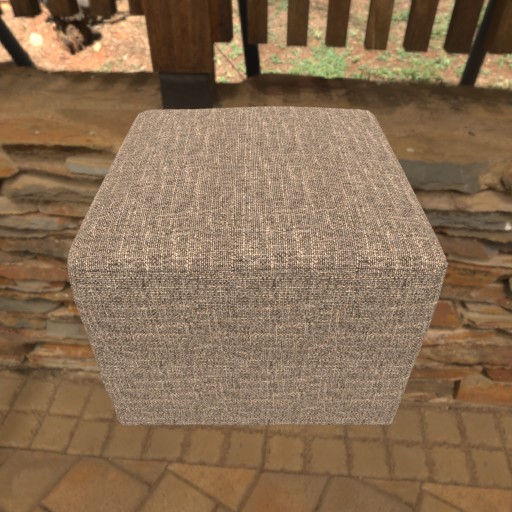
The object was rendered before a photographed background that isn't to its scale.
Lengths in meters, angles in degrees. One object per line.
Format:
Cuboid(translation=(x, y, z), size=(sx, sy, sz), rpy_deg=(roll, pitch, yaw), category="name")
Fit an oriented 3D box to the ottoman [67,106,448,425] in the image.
Cuboid(translation=(0.000, 0.000, 0.881), size=(0.512, 0.453, 0.521), rpy_deg=(0, 40, 0), category="ottoman")
